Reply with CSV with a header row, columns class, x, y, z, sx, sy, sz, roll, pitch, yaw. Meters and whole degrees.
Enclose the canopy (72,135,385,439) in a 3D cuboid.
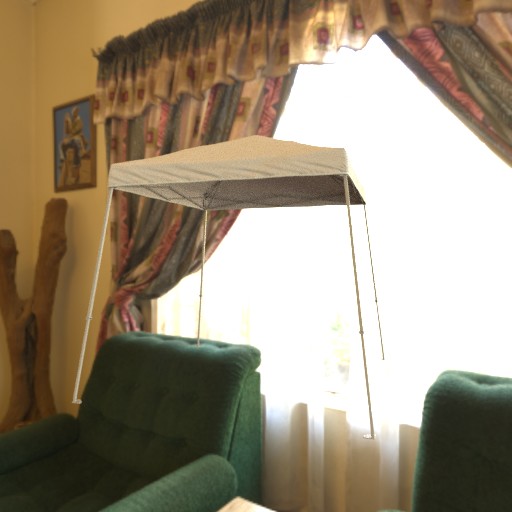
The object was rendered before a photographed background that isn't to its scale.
class,x,y,z,sx,sy,sz,roll,pitch,yaw
canopy,0.000,0.000,6.605,3.600,3.600,3.599,0,0,18
